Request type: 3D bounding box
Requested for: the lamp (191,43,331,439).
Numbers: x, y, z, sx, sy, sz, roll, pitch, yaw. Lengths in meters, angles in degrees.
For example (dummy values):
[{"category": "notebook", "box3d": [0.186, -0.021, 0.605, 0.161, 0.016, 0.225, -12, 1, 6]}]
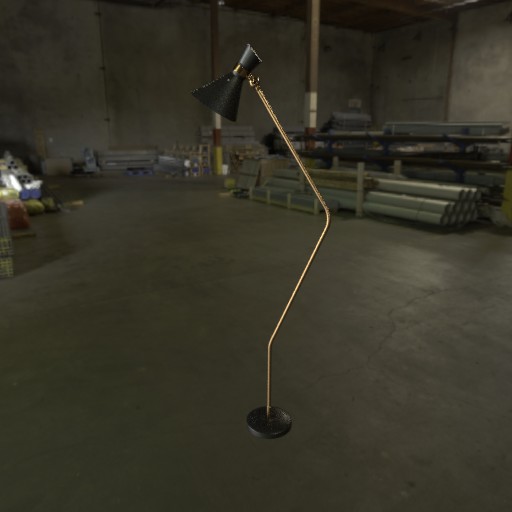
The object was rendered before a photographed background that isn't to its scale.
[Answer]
[{"category": "lamp", "box3d": [0.000, 0.000, 1.617, 0.277, 1.438, 0.467, -15, 21, -42]}]
